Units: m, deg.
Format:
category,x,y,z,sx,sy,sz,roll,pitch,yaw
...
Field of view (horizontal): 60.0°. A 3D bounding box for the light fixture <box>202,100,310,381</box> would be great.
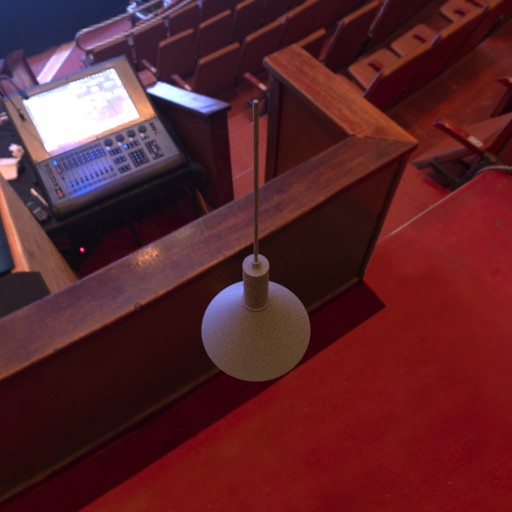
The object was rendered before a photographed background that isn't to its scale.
category,x,y,z,sx,sy,sz,roll,pitch,yaw
light fixture,0.000,0.000,0.810,0.267,0.683,0.267,-31,63,-18
